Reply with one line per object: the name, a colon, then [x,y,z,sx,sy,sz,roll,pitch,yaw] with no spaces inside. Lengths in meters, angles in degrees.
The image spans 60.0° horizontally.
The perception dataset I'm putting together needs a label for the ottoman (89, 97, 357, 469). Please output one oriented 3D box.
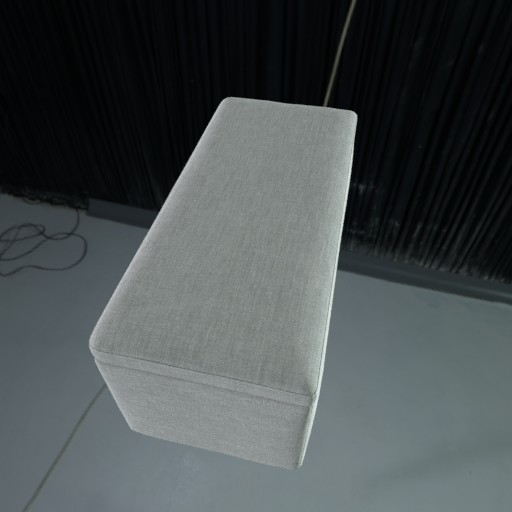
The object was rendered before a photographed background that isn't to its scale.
ottoman: [0.000,0.000,1.149,0.419,0.432,0.902,10,48,9]
